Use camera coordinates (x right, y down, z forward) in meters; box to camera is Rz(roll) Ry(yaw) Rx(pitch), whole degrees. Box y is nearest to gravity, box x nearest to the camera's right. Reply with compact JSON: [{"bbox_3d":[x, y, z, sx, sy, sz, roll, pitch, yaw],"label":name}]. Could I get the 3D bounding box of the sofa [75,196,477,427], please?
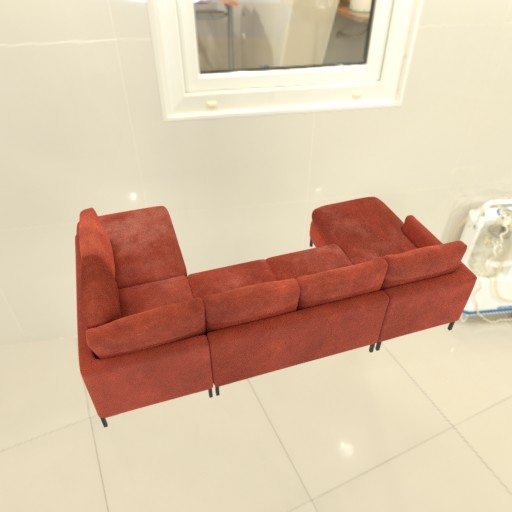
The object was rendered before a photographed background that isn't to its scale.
[{"bbox_3d":[0.000,0.000,3.872,2.971,0.858,1.981,-12,41,-14],"label":"sofa"}]
